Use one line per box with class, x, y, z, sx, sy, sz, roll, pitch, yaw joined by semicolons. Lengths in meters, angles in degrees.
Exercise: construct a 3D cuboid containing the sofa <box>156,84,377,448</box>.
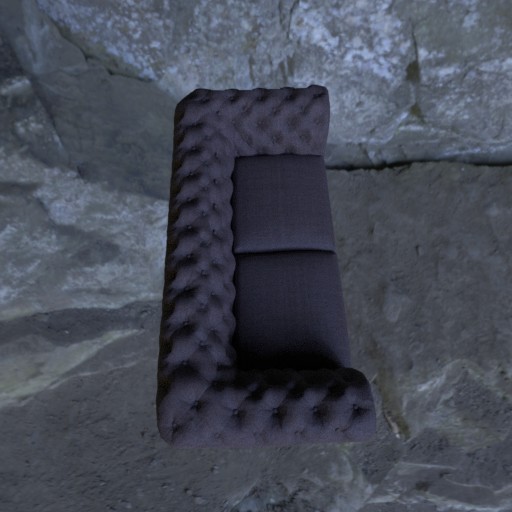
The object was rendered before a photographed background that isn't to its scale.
sofa;0.000;0.000;2.547;0.944;0.780;2.048;-2;63;-1
